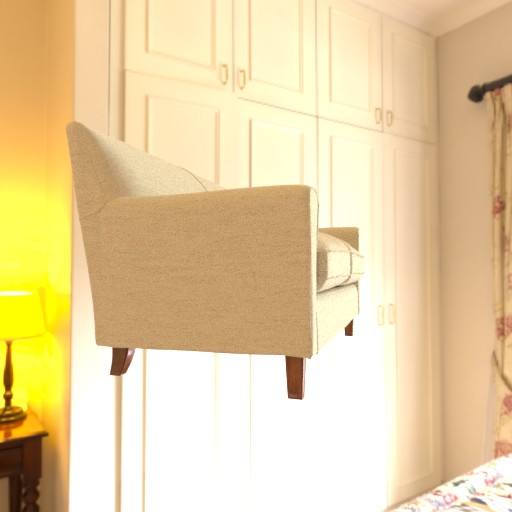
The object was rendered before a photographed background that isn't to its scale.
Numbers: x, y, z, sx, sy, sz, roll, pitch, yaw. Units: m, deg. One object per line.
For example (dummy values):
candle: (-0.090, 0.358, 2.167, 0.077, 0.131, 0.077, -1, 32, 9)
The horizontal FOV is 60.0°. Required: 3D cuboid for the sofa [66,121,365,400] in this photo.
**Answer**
sofa: (0.000, 0.000, 2.056, 0.891, 0.892, 1.482, -1, -2, 19)
